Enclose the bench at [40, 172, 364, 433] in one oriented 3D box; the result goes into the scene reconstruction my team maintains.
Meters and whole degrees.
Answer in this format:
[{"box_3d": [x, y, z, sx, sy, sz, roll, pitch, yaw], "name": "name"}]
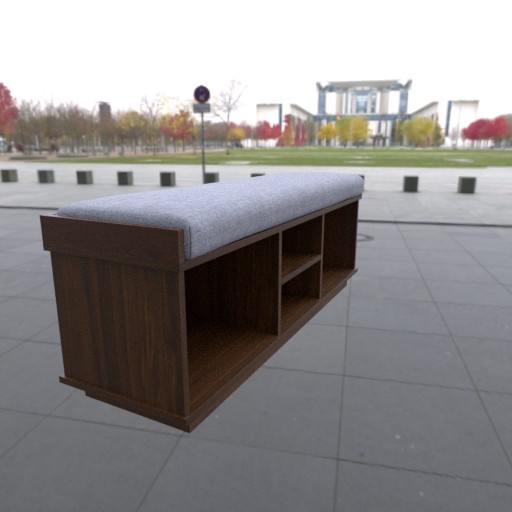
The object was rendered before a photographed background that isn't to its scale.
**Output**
[{"box_3d": [0.000, 0.000, 1.382, 0.367, 0.468, 1.196, 7, 16, 27], "name": "bench"}]
